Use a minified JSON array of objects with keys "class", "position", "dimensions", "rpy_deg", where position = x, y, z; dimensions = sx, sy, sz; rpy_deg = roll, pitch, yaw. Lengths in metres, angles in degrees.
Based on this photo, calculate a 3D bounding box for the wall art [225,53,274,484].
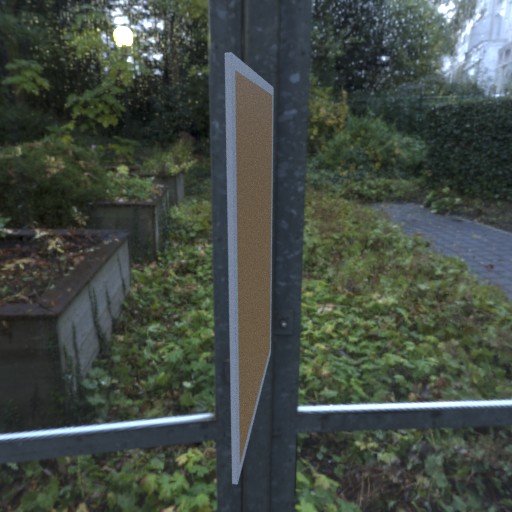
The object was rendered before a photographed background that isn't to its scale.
[{"class":"wall art","position":[0.000,0.000,1.236],"dimensions":[0.013,0.940,0.659],"rpy_deg":[2,16,8]}]
